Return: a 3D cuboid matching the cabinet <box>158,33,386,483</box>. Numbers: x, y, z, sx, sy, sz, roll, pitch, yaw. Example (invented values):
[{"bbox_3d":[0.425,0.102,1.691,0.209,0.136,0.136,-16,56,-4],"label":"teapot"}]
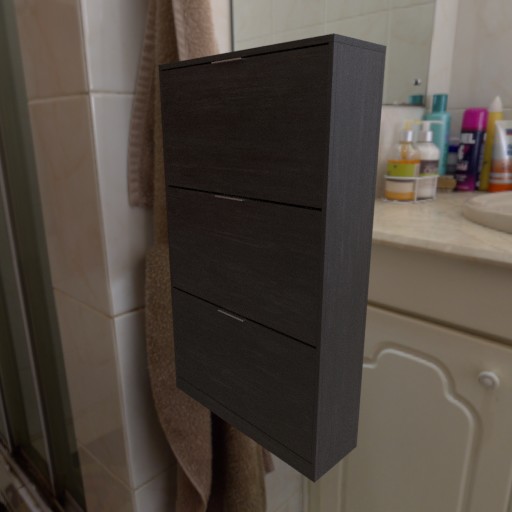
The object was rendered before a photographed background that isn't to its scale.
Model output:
[{"bbox_3d":[0.000,0.000,1.543,0.250,1.280,0.750,-15,22,-42],"label":"cabinet"}]
